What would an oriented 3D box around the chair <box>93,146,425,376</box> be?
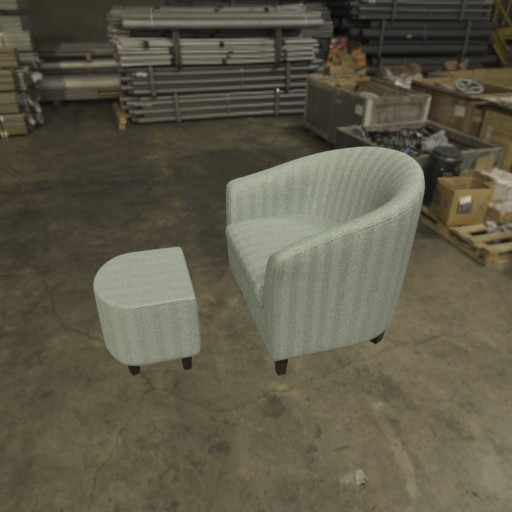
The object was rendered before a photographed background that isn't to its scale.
[{"bbox_3d":[0.000,0.000,1.824,1.288,0.757,0.756,-8,30,-14],"label":"chair"}]
